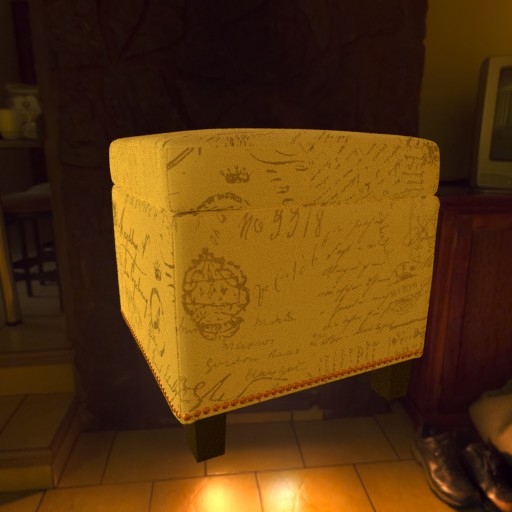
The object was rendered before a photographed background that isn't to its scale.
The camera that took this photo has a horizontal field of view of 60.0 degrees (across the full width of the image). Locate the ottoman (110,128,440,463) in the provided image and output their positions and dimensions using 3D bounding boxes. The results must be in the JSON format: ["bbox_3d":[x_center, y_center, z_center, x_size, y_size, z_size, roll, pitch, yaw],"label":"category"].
[{"bbox_3d":[0.000,0.000,0.830,0.449,0.457,0.450,-7,16,-25],"label":"ottoman"}]
